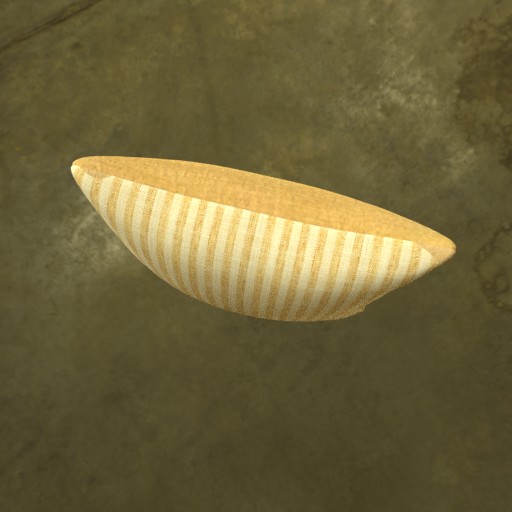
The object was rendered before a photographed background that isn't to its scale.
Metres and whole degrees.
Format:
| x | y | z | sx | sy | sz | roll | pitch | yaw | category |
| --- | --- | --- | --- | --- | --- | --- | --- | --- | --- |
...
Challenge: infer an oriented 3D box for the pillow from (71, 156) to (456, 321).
| x | y | z | sx | sy | sz | roll | pitch | yaw | category |
| --- | --- | --- | --- | --- | --- | --- | --- | --- | --- |
| 0.000 | 0.000 | 0.652 | 0.419 | 0.407 | 0.173 | 13 | 76 | 3 | pillow |
